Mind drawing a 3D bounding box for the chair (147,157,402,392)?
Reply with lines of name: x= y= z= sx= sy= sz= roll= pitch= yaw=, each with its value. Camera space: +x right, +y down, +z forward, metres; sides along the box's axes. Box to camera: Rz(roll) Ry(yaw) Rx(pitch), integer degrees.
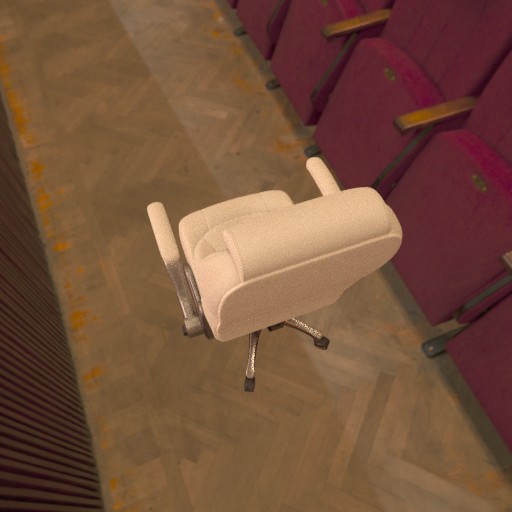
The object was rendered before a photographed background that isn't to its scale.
chair: x=0.000 y=0.000 z=1.773 sx=0.755 sy=1.330 sz=0.806 roll=-18 pitch=60 yaw=-11
